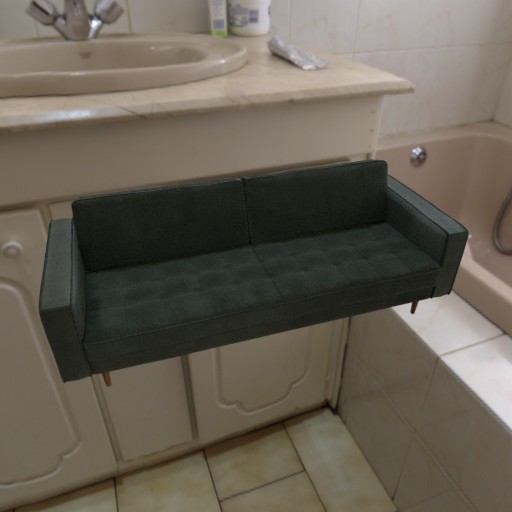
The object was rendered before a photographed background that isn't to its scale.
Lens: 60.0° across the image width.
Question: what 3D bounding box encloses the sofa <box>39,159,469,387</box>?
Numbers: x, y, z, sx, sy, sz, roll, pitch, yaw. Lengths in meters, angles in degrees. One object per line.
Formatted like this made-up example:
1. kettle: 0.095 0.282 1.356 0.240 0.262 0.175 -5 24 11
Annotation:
1. sofa: 0.000 0.000 2.559 2.214 0.781 0.886 -10 34 -15
